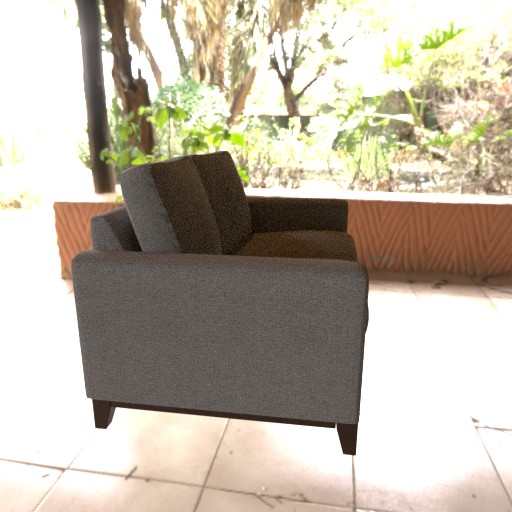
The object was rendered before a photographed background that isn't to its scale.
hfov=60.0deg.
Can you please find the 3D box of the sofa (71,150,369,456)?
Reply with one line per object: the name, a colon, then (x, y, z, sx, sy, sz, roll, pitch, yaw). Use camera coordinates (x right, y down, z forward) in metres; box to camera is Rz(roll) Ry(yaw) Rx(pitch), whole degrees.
sofa: (0.000, 0.000, 1.976, 0.917, 0.873, 1.420, 2, 16, 9)
